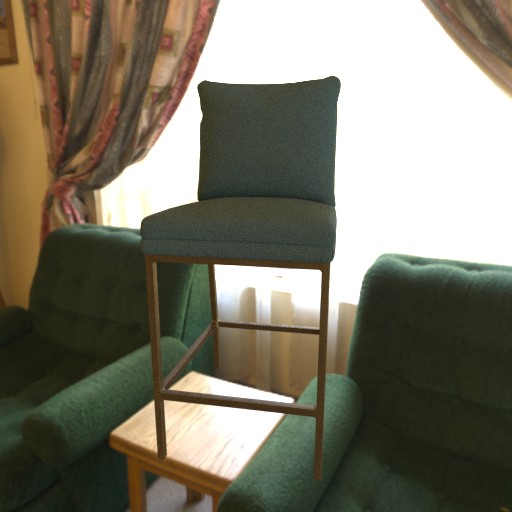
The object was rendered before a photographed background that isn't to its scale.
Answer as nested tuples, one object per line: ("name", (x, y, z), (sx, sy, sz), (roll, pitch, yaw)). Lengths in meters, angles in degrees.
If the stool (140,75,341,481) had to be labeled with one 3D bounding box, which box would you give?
("stool", (0.000, 0.000, 1.302), (0.463, 1.032, 0.568), (3, 14, 11))
